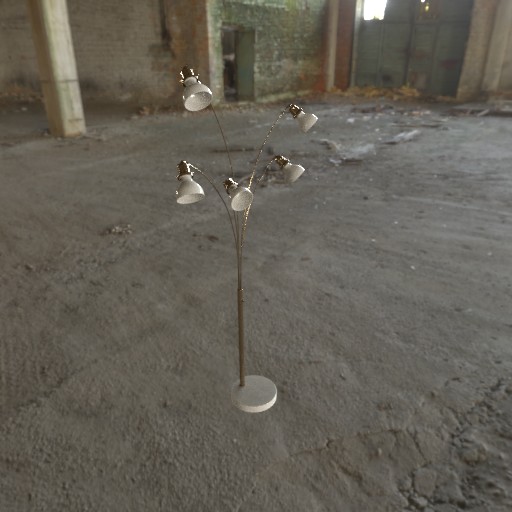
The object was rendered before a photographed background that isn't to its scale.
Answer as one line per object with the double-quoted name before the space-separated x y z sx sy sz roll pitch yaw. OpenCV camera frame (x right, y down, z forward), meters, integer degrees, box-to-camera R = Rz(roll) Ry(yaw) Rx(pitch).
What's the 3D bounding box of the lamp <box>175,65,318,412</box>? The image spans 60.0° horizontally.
"lamp" 0.000 0.000 3.041 0.361 2.423 1.405 17 30 33
